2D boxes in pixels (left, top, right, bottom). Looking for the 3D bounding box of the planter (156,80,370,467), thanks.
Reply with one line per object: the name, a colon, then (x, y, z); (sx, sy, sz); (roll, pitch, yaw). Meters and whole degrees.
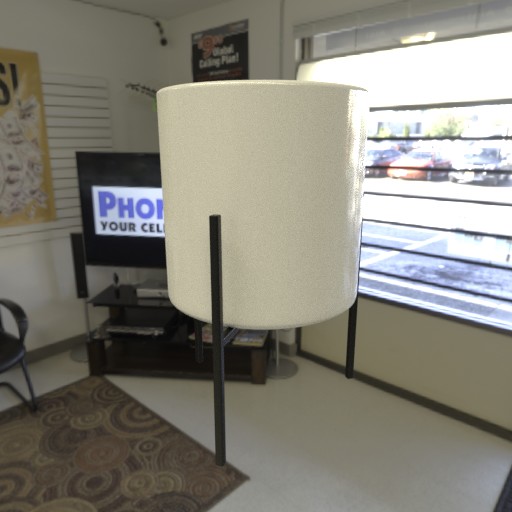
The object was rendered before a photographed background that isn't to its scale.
planter: (0.000, 0.000, 0.515); (0.239, 0.356, 0.239); (-14, 20, -42)
